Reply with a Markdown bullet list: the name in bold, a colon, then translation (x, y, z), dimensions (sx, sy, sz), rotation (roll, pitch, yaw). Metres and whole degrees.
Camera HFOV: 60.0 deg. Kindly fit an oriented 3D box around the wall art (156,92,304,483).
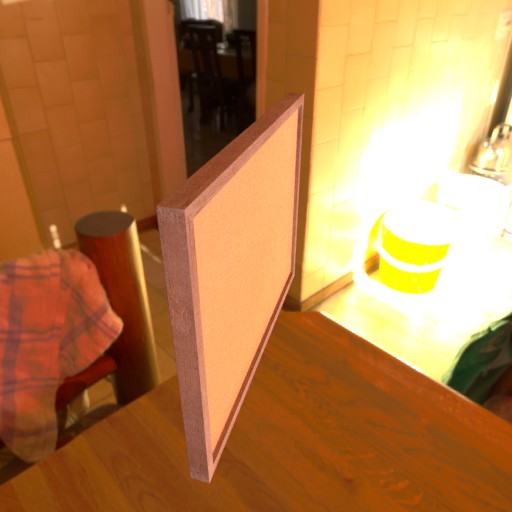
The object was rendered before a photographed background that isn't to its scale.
- **wall art**: translation (0.000, 0.000, 1.779), dimensions (0.070, 1.009, 1.320), rotation (9, 32, 14)
